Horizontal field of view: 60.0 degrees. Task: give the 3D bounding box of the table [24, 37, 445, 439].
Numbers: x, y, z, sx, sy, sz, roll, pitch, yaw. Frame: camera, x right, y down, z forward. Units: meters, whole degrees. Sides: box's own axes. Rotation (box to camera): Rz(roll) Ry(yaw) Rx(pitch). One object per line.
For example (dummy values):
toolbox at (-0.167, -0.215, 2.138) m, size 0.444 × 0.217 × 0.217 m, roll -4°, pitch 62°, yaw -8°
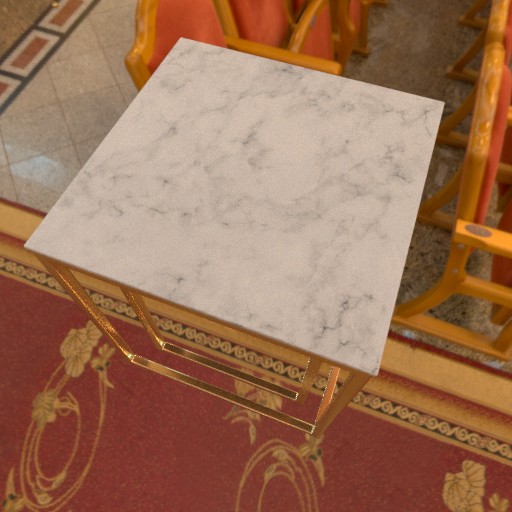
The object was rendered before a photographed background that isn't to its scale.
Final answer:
table at (0.000, 0.000, 0.833) m, size 0.450 × 0.500 × 0.450 m, roll 18°, pitch 62°, yaw 10°
